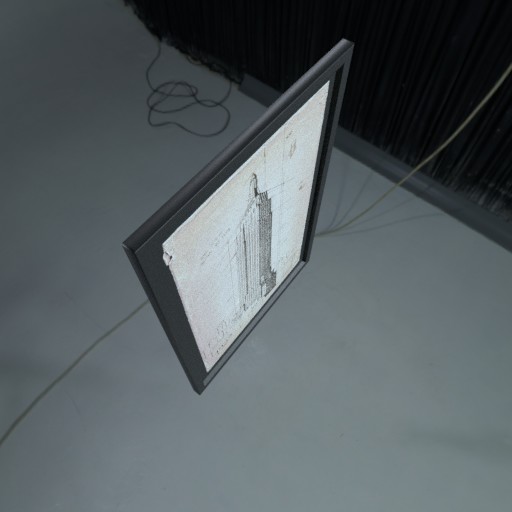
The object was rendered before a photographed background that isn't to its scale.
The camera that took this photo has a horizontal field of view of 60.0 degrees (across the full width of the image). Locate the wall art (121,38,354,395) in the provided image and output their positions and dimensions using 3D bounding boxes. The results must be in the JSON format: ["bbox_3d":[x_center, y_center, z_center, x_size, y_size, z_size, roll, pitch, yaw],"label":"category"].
[{"bbox_3d":[0.000,0.000,0.564,0.013,0.431,0.303,33,65,18],"label":"wall art"}]
